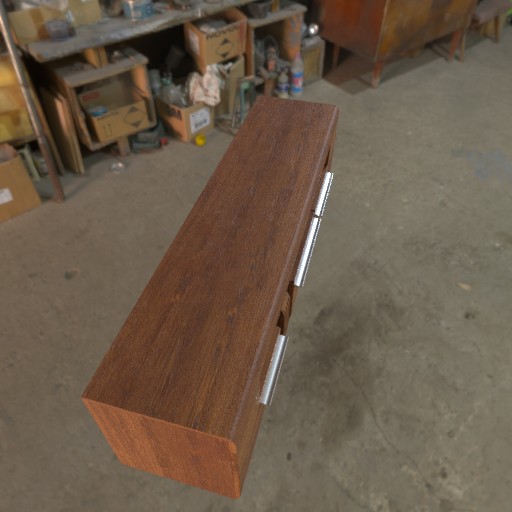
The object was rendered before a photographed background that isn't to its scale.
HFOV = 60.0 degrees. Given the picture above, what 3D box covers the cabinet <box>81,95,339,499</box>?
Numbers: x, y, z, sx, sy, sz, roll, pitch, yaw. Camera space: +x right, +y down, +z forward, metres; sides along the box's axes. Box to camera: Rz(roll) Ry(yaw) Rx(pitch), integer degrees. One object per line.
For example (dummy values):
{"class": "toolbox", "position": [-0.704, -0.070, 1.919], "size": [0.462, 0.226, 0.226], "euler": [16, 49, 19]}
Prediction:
{"class": "cabinet", "position": [0.000, 0.000, 1.737], "size": [0.419, 0.510, 1.600], "euler": [11, 47, 11]}
